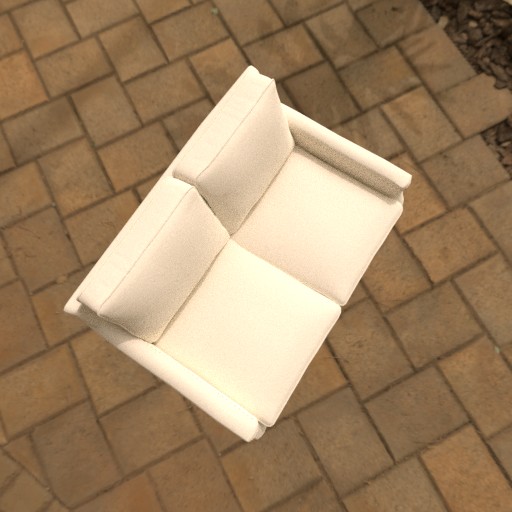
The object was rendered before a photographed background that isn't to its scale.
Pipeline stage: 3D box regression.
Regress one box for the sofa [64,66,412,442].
[{"bbox_3d":[0.000,0.000,2.370,1.084,1.003,1.597,32,78,8],"label":"sofa"}]
